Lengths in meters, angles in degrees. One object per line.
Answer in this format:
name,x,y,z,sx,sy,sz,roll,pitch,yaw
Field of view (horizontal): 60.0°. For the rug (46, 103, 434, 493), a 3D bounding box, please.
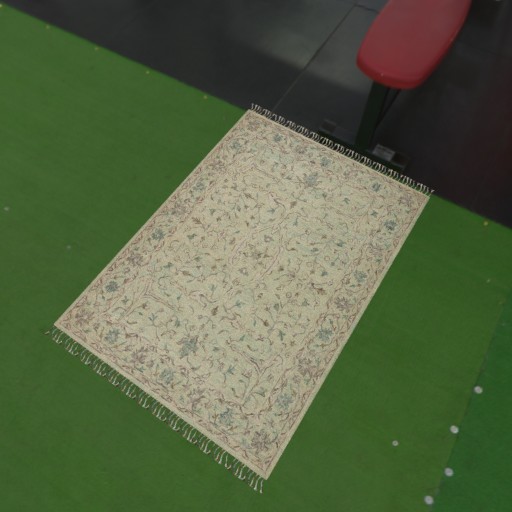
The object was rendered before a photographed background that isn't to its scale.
rug,0.000,0.000,2.302,1.247,0.008,1.802,30,66,15
